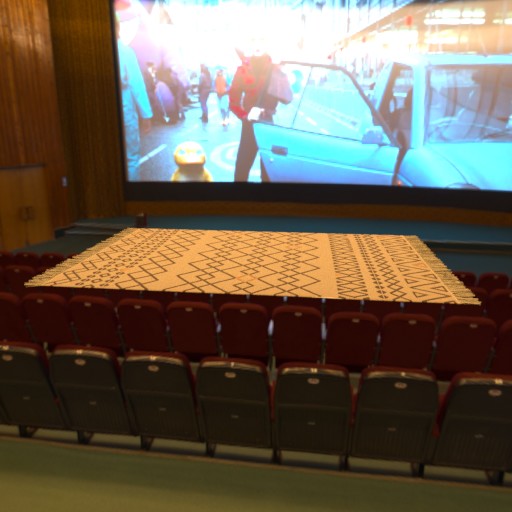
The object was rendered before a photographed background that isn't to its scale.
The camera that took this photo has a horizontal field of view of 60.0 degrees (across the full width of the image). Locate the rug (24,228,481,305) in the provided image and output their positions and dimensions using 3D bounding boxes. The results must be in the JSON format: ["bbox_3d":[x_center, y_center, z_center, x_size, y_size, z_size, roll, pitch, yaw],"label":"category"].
[{"bbox_3d":[0.000,0.000,2.498,2.023,0.028,1.224,2,16,7],"label":"rug"}]
